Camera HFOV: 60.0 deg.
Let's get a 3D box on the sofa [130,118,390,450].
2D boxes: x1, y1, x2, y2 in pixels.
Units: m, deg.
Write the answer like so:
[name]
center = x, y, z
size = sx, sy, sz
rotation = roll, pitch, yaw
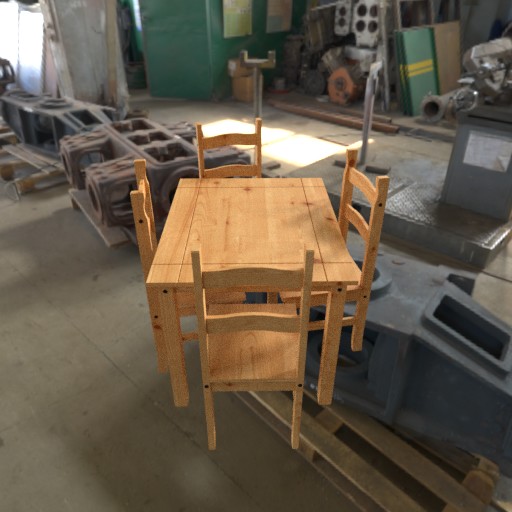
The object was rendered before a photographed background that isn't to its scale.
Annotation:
[sofa]
center = 0.000, 0.000, 2.283
size = 1.144, 1.000, 1.529
rotation = 0, 33, -1
